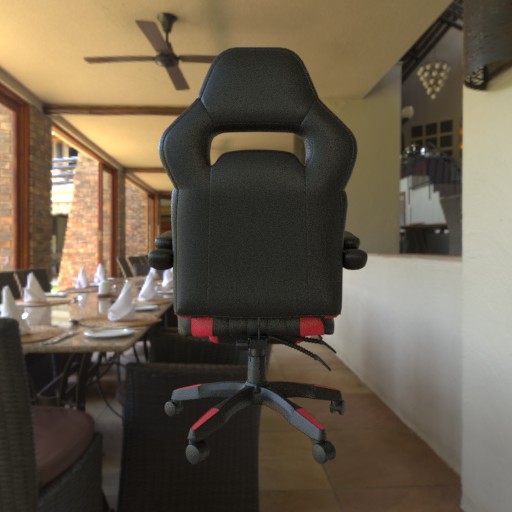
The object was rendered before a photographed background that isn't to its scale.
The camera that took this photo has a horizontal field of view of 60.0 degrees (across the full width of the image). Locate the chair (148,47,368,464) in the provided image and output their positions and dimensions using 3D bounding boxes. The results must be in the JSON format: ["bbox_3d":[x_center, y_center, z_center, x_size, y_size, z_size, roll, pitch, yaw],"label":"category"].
[{"bbox_3d":[0.000,0.000,1.605,0.700,1.220,0.700,0,1,0],"label":"chair"}]
